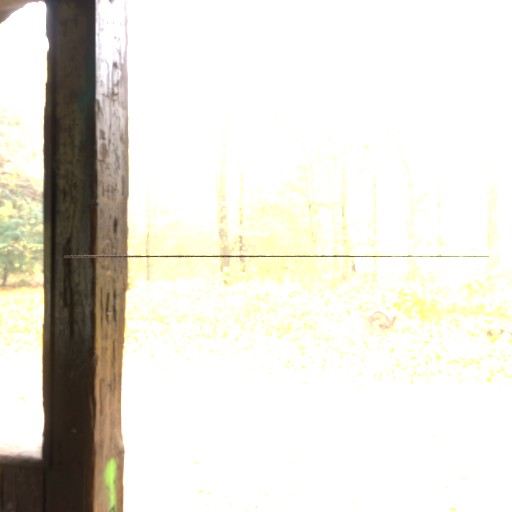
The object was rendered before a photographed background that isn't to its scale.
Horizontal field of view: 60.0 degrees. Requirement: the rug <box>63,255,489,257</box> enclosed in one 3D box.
[{"bbox_3d":[0.000,0.000,4.127,3.034,0.012,2.406,0,0,-17],"label":"rug"}]
